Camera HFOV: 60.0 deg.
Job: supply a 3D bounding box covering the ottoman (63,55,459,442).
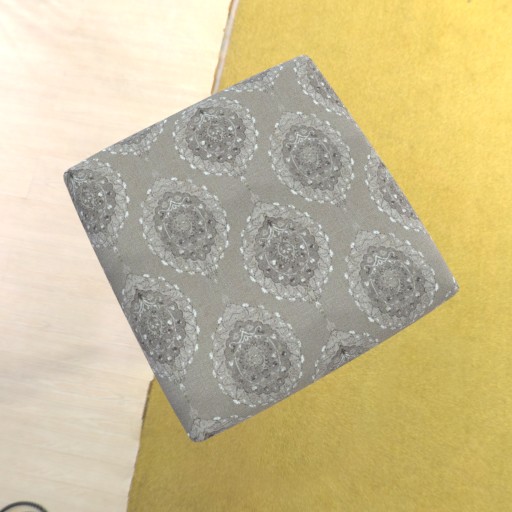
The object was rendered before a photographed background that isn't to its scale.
[{"bbox_3d":[0.000,0.000,0.909,0.497,0.473,0.507,-28,79,-6],"label":"ottoman"}]
